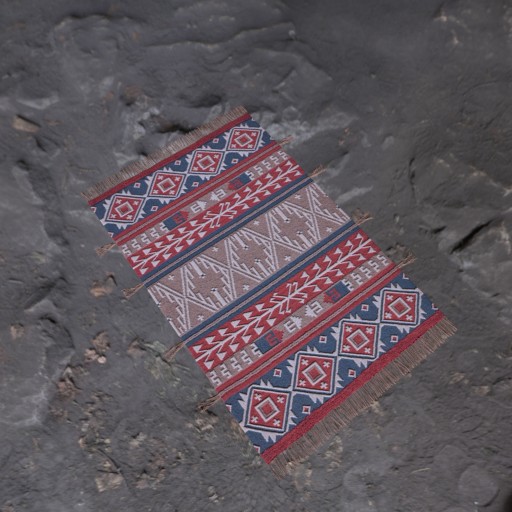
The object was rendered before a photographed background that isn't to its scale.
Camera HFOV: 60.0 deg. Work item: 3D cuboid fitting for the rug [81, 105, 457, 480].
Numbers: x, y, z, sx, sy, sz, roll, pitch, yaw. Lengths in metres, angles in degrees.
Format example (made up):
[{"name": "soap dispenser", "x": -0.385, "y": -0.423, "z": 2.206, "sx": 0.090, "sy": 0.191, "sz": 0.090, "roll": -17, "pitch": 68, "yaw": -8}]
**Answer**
[{"name": "rug", "x": 0.000, "y": 0.000, "z": 2.571, "sx": 1.469, "sy": 0.040, "sz": 2.025, "roll": -34, "pitch": 69, "yaw": -15}]
